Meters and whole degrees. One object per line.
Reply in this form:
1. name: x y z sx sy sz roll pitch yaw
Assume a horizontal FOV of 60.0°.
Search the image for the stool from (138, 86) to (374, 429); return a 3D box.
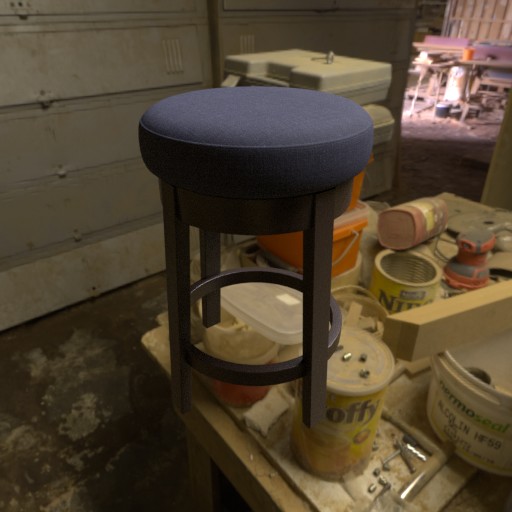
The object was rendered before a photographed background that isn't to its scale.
1. stool: 0.000 0.000 0.965 0.449 0.655 0.449 0 30 0
